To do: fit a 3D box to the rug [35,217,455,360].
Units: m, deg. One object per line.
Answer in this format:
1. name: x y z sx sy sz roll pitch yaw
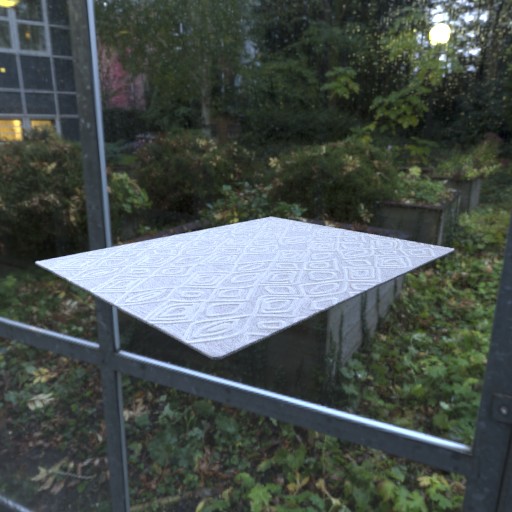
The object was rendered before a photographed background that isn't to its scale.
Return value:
1. rug: 0.000 0.000 4.085 2.449 0.025 3.049 15 21 43
